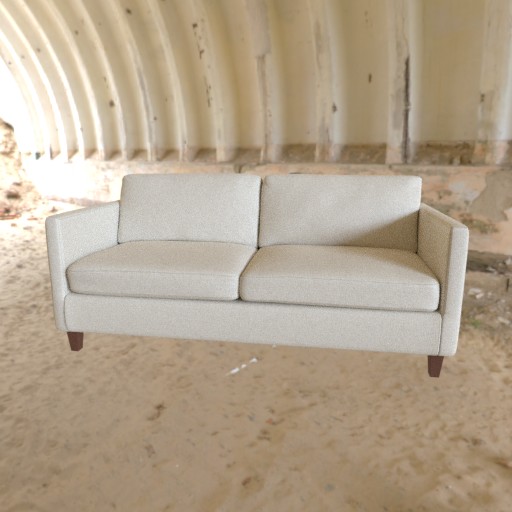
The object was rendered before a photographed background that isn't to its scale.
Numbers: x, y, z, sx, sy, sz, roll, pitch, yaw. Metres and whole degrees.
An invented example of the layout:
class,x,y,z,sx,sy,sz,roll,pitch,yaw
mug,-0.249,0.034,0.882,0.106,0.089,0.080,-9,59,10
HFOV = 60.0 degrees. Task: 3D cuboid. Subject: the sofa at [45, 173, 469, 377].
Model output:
class,x,y,z,sx,sy,sz,roll,pitch,yaw
sofa,0.000,0.000,2.491,1.981,0.889,0.965,2,13,9
